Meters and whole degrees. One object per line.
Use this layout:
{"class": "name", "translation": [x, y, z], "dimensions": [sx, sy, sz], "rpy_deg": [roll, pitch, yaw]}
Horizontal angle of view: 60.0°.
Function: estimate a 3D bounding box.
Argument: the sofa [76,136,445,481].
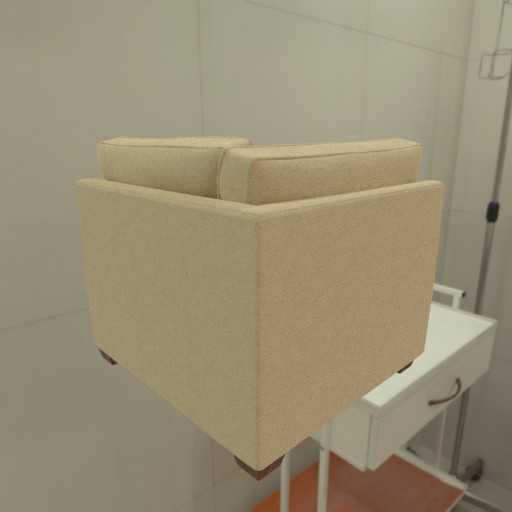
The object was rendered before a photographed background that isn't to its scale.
{"class": "sofa", "translation": [0.000, 0.000, 1.912], "dimensions": [1.084, 1.002, 1.146], "rpy_deg": [-14, 21, -42]}
